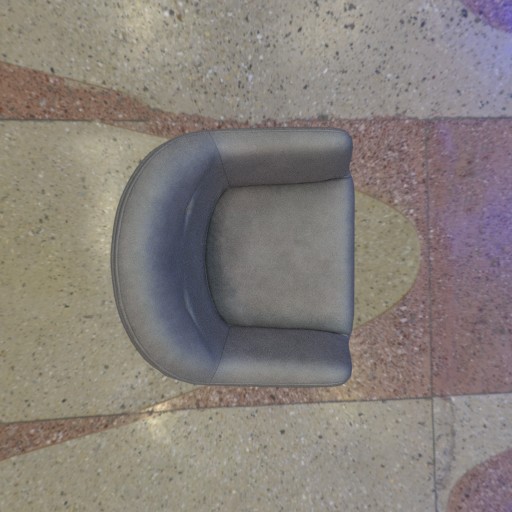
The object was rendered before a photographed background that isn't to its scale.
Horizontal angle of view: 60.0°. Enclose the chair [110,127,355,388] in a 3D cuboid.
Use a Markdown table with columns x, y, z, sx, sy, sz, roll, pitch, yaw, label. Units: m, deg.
| x | y | z | sx | sy | sz | roll | pitch | yaw | label |
| --- | --- | --- | --- | --- | --- | --- | --- | --- | --- |
| 0.000 | 0.000 | 1.188 | 0.544 | 0.781 | 0.567 | 0 | 91 | -1 | chair |
